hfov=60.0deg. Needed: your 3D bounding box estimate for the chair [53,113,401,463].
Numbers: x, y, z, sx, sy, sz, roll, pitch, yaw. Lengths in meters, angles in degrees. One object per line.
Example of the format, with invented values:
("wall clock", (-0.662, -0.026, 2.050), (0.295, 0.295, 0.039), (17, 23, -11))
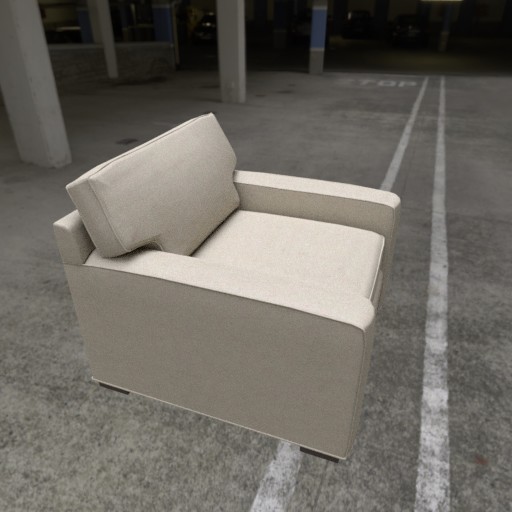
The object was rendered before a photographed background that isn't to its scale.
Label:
("chair", (0.000, 0.000, 1.810), (1.043, 0.913, 0.998), (11, 33, 17))
